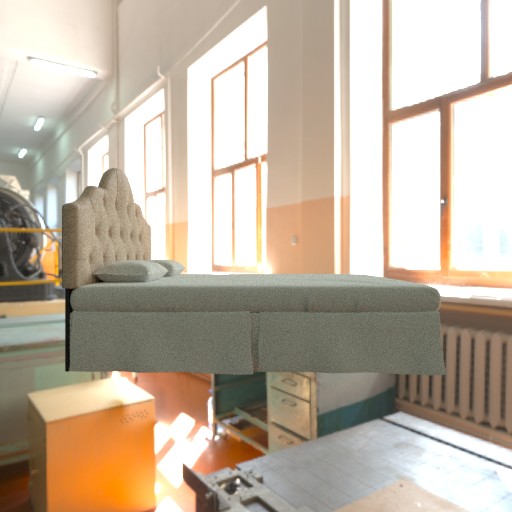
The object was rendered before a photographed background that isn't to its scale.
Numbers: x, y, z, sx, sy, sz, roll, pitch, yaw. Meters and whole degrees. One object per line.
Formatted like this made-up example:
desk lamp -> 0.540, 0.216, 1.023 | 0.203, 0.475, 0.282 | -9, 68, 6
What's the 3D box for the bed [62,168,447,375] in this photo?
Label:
bed -> 0.000, 0.000, 3.026 | 1.970, 1.194, 1.667 | 0, 0, 1
